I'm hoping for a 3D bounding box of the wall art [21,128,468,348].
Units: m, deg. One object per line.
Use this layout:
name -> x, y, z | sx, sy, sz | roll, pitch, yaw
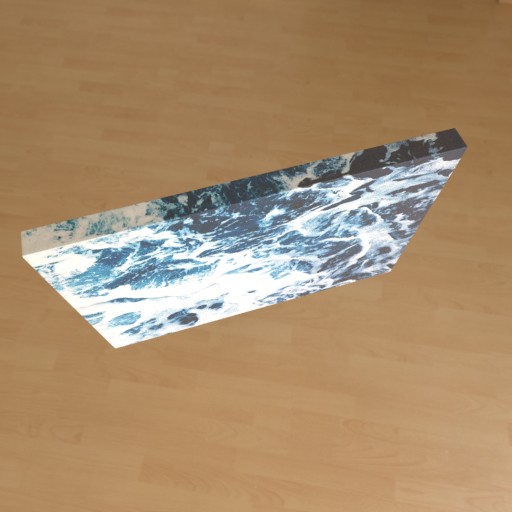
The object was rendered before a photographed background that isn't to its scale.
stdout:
wall art -> 0.000, 0.000, 0.770 | 0.609, 0.407, 0.043 | -15, 63, -8
